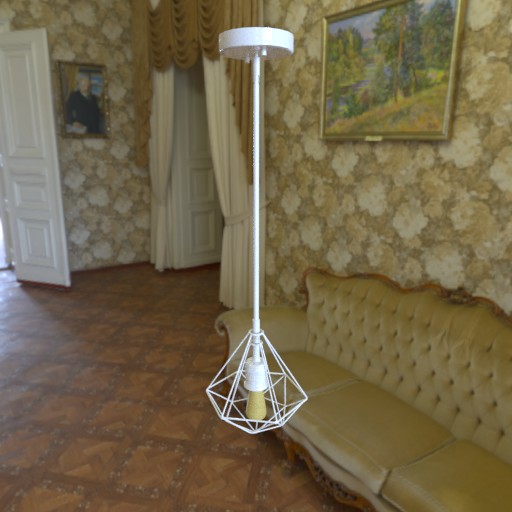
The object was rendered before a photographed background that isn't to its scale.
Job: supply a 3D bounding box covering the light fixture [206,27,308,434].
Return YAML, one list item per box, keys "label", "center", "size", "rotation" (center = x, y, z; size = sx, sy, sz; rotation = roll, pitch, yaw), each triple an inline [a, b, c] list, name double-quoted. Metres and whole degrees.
- label: "light fixture"
  center: [0.000, 0.000, 1.945]
  size: [0.487, 1.764, 0.431]
  rotation: [2, 14, 8]
